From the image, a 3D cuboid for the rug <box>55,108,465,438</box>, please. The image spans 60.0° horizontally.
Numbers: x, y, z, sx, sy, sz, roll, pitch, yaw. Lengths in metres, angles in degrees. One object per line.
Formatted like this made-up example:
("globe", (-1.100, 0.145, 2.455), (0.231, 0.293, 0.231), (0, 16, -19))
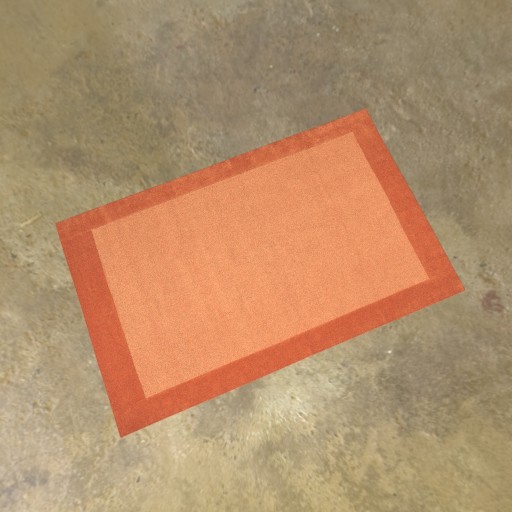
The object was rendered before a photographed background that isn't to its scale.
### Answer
("rug", (0.000, 0.000, 3.057), (2.438, 0.014, 1.524), (-22, 75, -6))
